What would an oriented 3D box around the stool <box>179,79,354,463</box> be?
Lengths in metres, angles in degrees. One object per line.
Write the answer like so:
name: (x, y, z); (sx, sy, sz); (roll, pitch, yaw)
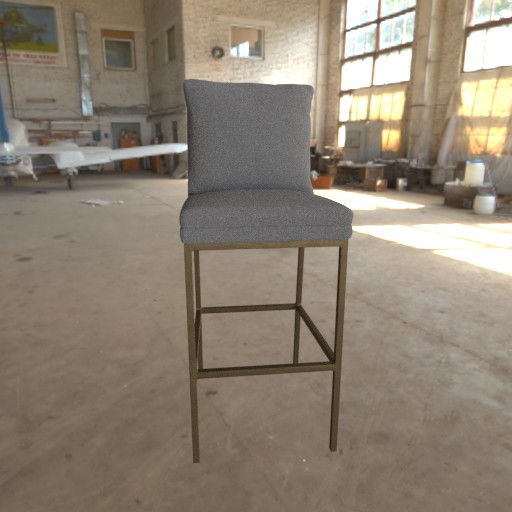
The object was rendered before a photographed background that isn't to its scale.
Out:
stool: (0.000, 0.000, 1.467); (0.463, 1.132, 0.569); (-2, 15, -7)
